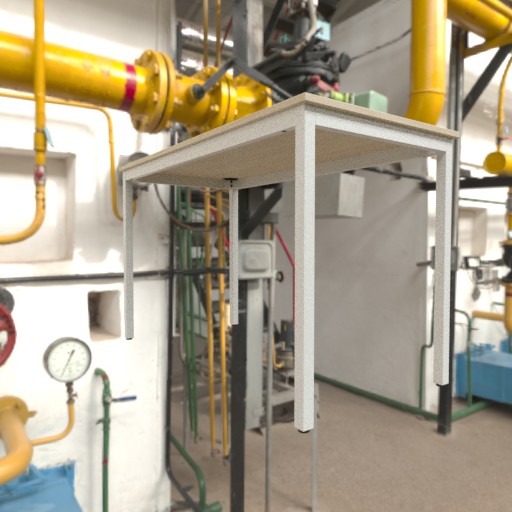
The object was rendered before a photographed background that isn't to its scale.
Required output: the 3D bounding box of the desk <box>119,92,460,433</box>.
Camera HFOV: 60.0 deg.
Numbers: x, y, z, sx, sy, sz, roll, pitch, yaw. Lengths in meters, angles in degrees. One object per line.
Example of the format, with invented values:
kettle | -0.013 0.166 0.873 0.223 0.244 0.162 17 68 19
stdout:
desk | 0.000 0.000 1.616 0.600 0.750 1.200 -1 3 -35
